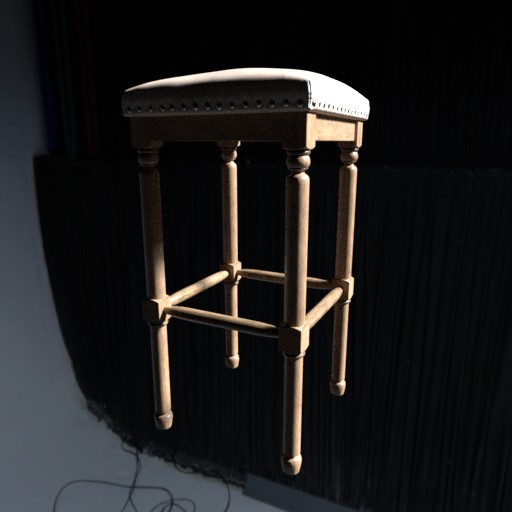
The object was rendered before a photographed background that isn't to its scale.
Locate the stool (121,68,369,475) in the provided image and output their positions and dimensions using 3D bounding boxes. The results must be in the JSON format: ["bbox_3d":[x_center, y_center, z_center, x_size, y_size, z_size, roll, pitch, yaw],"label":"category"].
[{"bbox_3d":[0.000,0.000,0.991,0.382,0.768,0.383,7,16,26],"label":"stool"}]
